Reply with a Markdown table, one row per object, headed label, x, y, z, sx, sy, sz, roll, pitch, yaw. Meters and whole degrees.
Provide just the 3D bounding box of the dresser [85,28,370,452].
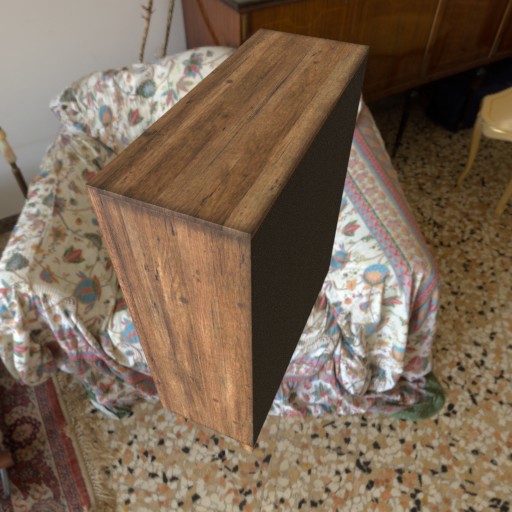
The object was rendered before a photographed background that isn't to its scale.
| label | x | y | z | sx | sy | sz | roll | pitch | yaw |
| --- | --- | --- | --- | --- | --- | --- | --- | --- | --- |
| dresser | 0.000 | 0.000 | 1.823 | 0.438 | 1.359 | 1.067 | 17 | 49 | 16 |
